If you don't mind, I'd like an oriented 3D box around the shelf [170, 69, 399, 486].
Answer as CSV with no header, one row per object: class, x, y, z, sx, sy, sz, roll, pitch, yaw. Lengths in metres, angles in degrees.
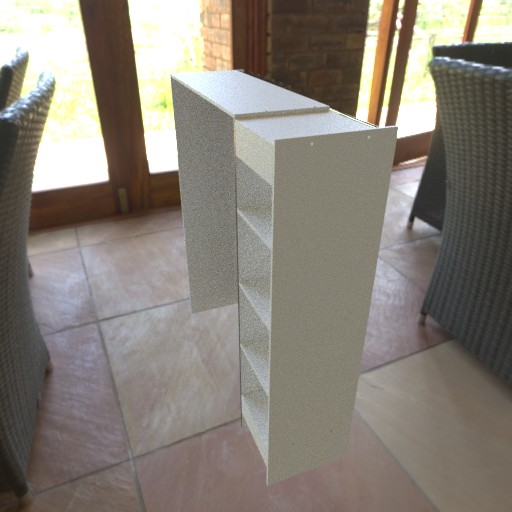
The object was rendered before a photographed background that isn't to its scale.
shelf,0.000,0.000,2.591,0.500,1.820,1.600,-11,32,-19
